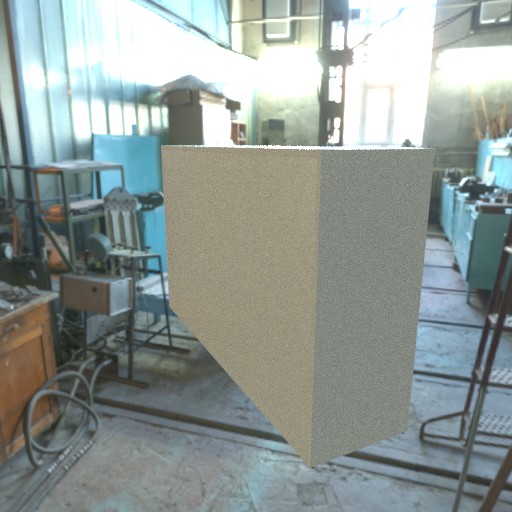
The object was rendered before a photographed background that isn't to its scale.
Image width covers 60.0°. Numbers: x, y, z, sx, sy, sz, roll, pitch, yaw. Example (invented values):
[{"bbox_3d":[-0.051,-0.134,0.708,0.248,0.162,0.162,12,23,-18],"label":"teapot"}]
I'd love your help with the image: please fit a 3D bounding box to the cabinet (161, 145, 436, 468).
[{"bbox_3d":[0.000,0.000,1.877,0.380,0.900,1.450,-7,16,-26],"label":"cabinet"}]
